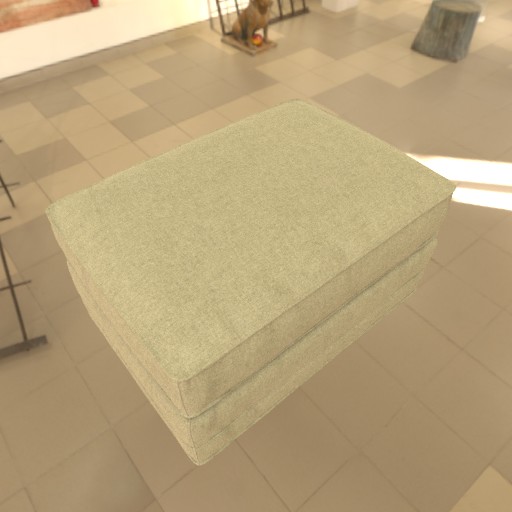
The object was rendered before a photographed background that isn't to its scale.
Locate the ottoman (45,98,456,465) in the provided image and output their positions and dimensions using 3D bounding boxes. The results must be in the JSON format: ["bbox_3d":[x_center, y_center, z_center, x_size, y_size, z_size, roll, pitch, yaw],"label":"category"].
[{"bbox_3d":[0.000,0.000,1.207,0.848,0.508,0.611,-31,55,-26],"label":"ottoman"}]
